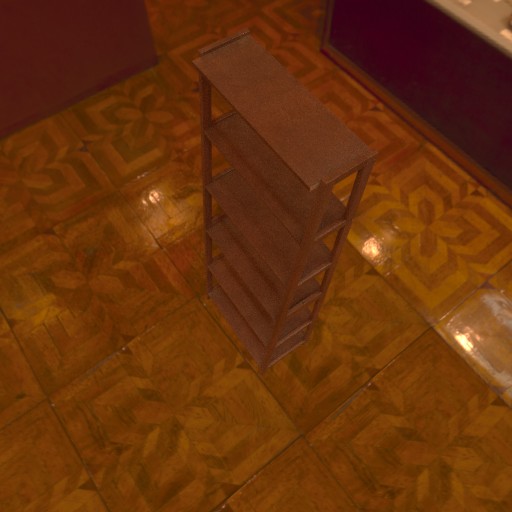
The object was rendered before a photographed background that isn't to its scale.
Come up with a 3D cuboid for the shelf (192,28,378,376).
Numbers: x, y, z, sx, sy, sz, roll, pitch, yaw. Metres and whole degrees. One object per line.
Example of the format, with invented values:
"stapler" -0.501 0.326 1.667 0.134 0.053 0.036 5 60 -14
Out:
"shelf" 0.000 0.000 2.160 0.382 1.892 0.660 -32 67 -15
